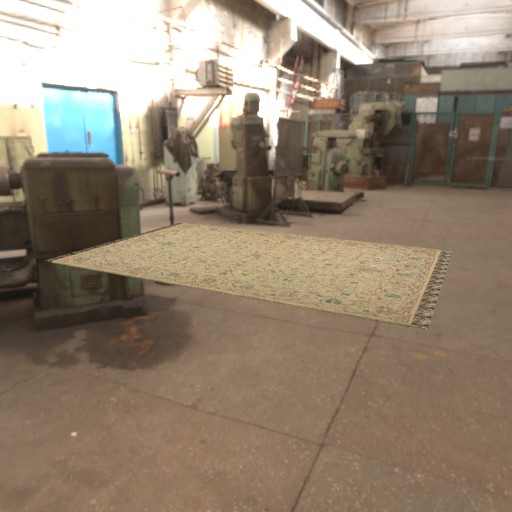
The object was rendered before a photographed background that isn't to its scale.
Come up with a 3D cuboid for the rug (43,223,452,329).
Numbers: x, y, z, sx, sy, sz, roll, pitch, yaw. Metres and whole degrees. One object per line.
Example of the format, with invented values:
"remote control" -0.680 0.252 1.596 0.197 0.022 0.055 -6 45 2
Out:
"rug" 0.000 0.000 3.099 2.435 0.010 1.544 8 17 26
